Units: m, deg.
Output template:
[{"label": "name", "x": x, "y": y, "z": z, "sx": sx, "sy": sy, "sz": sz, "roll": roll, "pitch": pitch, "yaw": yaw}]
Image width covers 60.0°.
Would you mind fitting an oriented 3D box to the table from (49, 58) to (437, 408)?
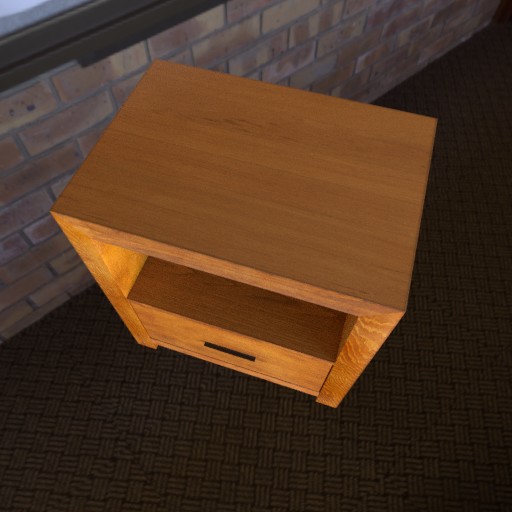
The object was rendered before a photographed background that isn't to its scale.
[{"label": "table", "x": 0.000, "y": 0.000, "z": 0.996, "sx": 0.550, "sy": 0.605, "sz": 0.400, "roll": 16, "pitch": 61, "yaw": 9}]
